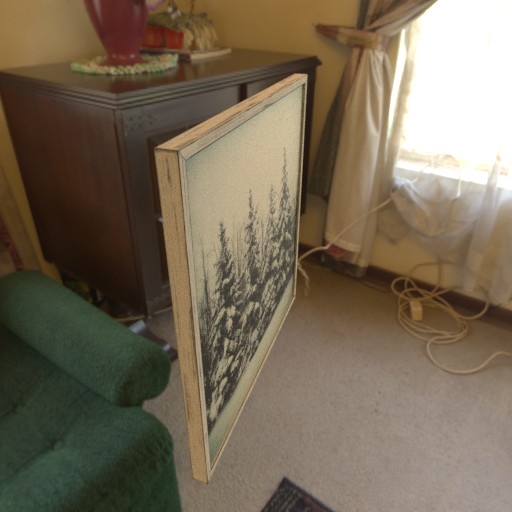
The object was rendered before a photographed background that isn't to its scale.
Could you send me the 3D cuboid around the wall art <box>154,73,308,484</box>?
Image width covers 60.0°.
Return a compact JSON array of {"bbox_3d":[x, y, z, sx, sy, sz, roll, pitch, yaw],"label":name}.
[{"bbox_3d":[0.000,0.000,1.119,0.037,0.761,0.761,10,32,17],"label":"wall art"}]
